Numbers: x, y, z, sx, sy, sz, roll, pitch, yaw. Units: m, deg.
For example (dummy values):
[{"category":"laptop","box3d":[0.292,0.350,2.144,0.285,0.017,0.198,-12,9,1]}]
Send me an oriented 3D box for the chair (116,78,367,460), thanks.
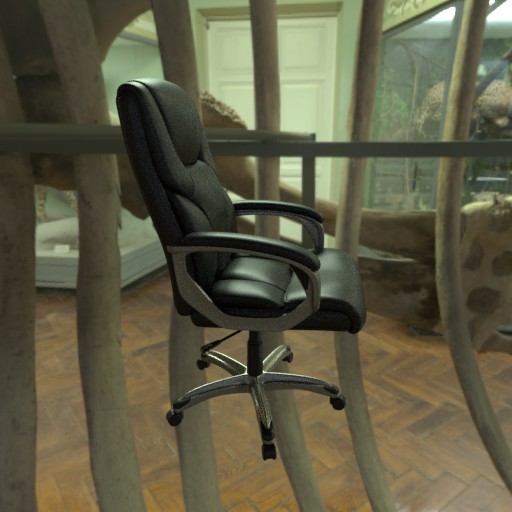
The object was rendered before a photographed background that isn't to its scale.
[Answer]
[{"category":"chair","box3d":[0.000,0.000,1.541,0.739,1.155,0.663,3,17,9]}]
